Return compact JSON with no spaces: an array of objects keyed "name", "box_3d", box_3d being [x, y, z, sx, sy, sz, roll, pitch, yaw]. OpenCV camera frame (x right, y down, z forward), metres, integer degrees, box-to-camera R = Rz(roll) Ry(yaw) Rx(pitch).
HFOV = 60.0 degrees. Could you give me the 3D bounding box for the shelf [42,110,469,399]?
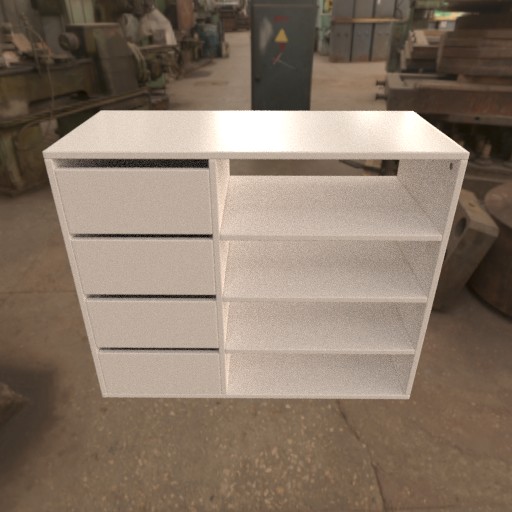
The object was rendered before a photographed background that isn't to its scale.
[{"name":"shelf","box_3d":[0.000,0.000,1.280,0.895,0.732,0.396,0,30,0]}]
